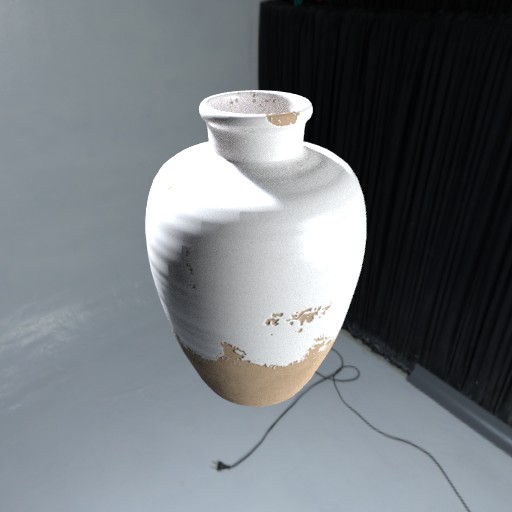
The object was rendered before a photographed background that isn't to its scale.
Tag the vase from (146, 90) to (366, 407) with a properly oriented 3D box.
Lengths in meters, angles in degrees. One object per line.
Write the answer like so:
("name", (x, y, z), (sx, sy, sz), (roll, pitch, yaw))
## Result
("vase", (0.000, 0.000, 0.338), (0.158, 0.228, 0.158), (0, 32, 0))
